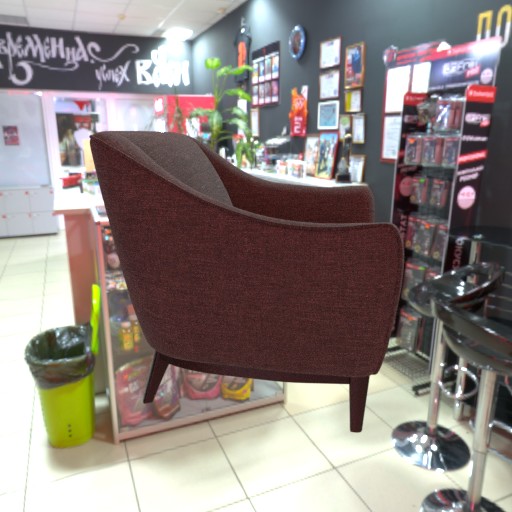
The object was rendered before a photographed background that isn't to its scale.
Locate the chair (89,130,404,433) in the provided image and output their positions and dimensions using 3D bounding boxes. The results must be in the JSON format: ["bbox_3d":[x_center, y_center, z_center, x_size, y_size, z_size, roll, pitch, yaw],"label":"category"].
[{"bbox_3d":[0.000,0.000,1.527,0.851,0.829,0.870,2,15,9],"label":"chair"}]
